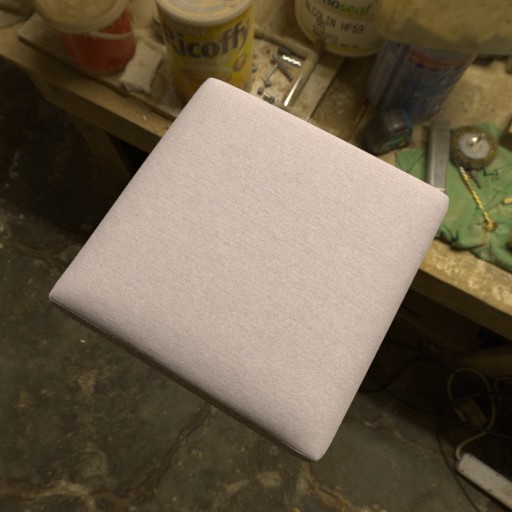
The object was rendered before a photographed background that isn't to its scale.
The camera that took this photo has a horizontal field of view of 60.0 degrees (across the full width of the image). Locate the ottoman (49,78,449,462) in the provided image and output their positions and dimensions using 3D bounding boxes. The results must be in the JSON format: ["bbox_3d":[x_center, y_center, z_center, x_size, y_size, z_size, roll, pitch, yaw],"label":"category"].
[{"bbox_3d":[0.000,0.000,1.625,1.041,0.470,1.041,29,76,8],"label":"ottoman"}]
